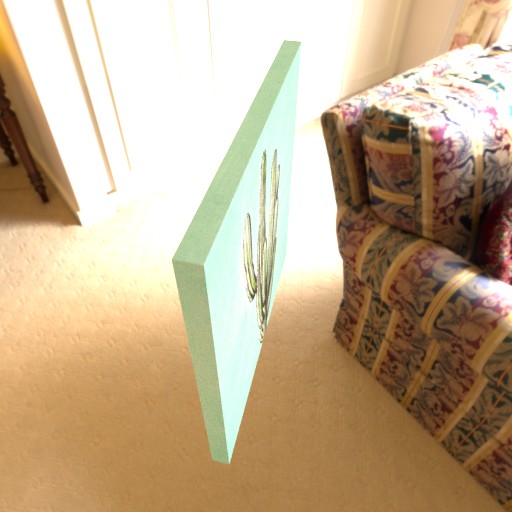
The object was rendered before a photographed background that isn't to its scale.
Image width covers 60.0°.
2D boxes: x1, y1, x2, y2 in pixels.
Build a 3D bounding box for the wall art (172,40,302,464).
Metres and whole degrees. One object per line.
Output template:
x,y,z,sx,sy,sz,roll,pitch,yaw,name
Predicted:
0.000,0.000,0.882,0.036,0.603,0.603,10,48,9,wall art
